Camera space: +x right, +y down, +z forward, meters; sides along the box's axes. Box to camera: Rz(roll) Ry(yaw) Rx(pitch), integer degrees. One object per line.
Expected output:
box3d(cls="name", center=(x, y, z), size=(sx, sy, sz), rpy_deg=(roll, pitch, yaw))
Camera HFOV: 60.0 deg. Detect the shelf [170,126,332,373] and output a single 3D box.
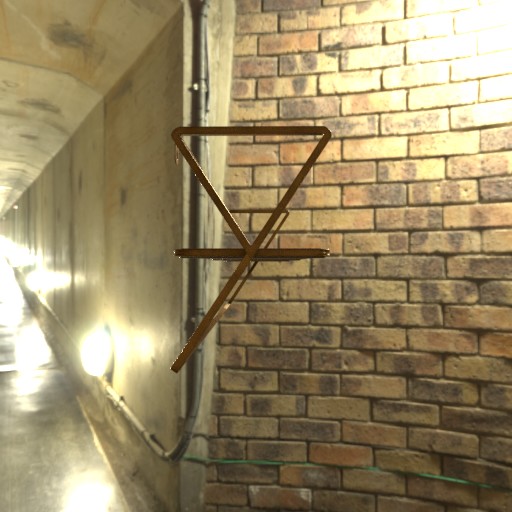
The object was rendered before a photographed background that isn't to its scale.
box3d(cls="shelf", center=(0.000, 0.000, 0.731), size=(0.150, 0.229, 0.645), rpy_deg=(0, -1, 1))
